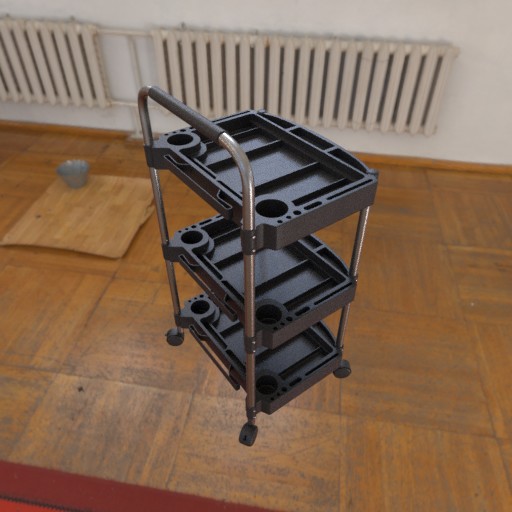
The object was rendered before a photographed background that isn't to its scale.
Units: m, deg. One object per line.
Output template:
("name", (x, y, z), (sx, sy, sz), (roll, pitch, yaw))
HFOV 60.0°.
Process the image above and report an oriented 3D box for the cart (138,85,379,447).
("cart", (0.000, 0.000, 1.425), (0.518, 1.075, 0.584), (-25, 47, -27))
